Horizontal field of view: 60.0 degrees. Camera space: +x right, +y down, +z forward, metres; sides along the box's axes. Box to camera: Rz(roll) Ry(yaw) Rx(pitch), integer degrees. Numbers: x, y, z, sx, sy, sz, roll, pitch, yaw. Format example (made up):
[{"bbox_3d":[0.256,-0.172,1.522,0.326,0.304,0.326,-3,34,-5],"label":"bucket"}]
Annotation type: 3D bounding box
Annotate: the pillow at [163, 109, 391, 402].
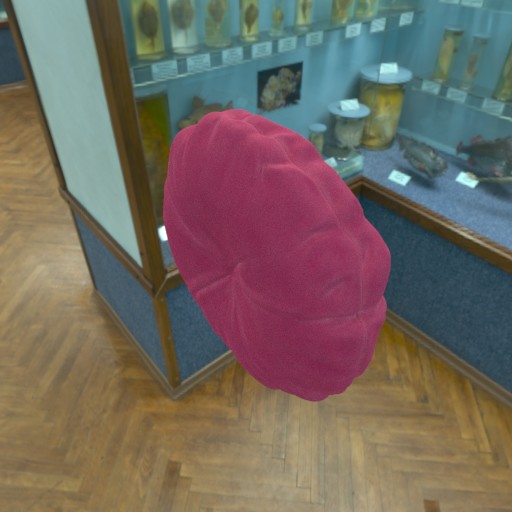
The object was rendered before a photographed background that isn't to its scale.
[{"bbox_3d":[0.000,0.000,0.640,0.148,0.407,0.428,-26,46,-28],"label":"pillow"}]
